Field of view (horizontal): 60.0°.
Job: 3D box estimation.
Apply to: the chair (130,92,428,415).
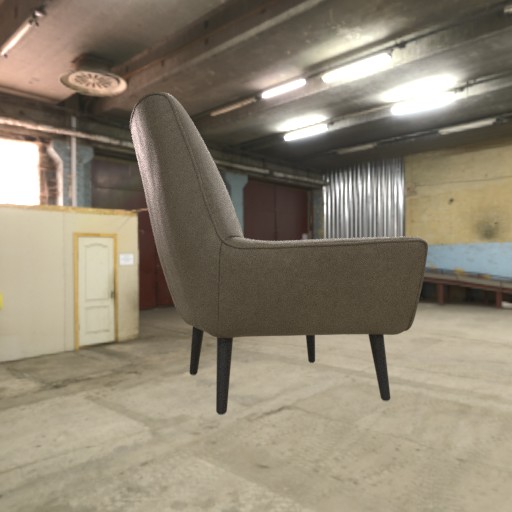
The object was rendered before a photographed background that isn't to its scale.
[{"bbox_3d":[0.000,0.000,1.505,0.824,0.888,0.787,0,0,-18],"label":"chair"}]
